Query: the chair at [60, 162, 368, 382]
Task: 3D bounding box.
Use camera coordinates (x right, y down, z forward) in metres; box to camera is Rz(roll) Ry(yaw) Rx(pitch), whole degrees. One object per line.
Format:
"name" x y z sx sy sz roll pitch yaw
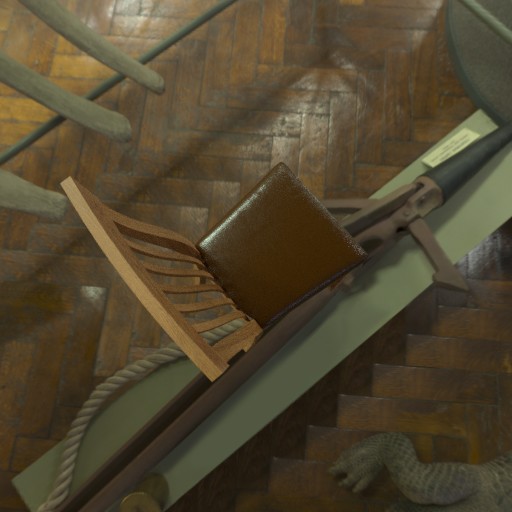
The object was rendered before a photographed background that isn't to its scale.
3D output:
"chair" 0.000 0.000 1.313 0.580 1.050 0.450 -38 78 -9
